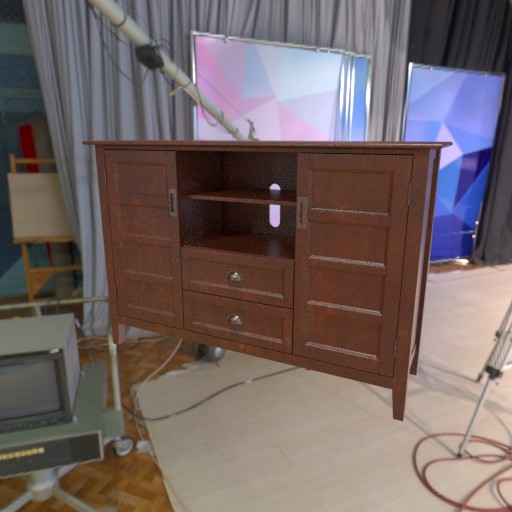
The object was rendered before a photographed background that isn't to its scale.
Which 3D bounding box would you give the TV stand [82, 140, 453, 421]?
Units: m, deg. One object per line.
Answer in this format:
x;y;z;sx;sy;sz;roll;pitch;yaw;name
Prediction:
0.000;0.000;1.826;1.372;0.915;0.445;7;17;26;TV stand
